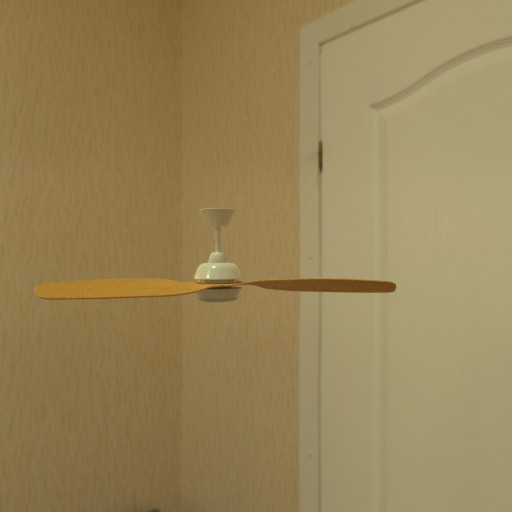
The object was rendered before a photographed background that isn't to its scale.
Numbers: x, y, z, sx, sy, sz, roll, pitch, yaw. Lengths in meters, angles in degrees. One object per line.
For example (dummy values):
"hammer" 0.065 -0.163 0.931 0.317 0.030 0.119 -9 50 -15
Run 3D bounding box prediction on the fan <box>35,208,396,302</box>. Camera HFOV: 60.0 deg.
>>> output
"fan" 0.000 0.000 1.675 1.010 0.355 1.142 0 0 18
